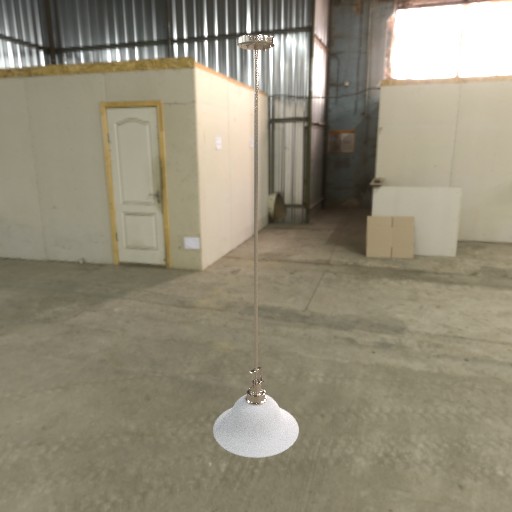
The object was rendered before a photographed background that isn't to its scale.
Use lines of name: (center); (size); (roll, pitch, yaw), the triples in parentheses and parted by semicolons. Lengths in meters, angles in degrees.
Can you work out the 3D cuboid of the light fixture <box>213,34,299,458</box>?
light fixture: (0.000, 0.000, 1.508); (0.324, 1.354, 0.324); (14, 21, 43)
